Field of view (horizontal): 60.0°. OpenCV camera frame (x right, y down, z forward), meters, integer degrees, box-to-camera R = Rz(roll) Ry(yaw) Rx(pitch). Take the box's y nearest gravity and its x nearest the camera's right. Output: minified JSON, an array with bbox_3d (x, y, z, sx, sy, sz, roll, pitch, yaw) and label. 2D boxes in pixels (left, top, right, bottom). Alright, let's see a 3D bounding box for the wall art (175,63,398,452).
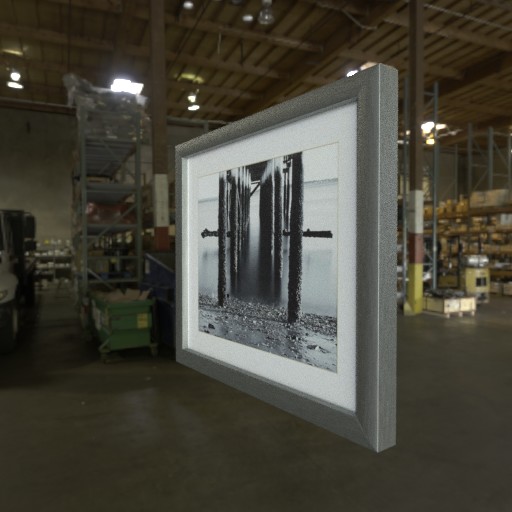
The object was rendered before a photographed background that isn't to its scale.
[{"bbox_3d":[0.000,0.000,0.535,0.028,0.330,0.380,-1,1,-37],"label":"wall art"}]
